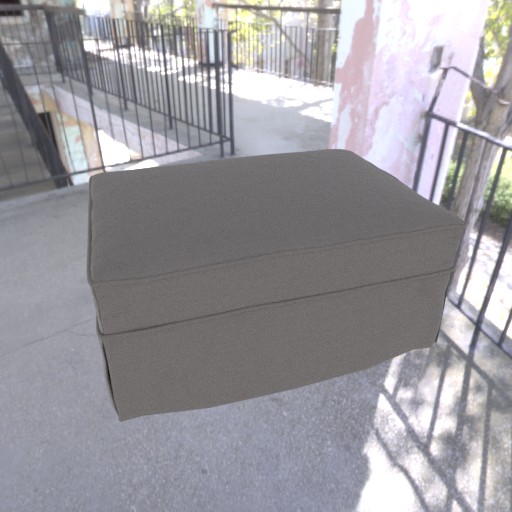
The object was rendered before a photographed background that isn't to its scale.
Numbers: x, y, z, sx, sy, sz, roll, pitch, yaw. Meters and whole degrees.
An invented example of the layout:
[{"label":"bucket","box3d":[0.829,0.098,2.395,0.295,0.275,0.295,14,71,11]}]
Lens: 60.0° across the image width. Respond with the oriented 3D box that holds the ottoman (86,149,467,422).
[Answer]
[{"label":"ottoman","box3d":[0.000,0.000,1.339,0.944,0.479,0.703,-9,32,-15]}]
